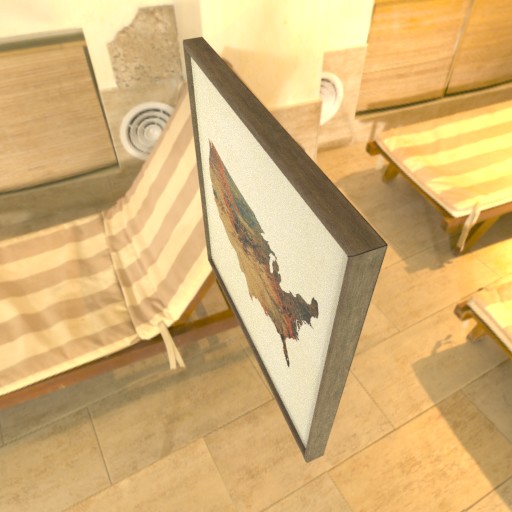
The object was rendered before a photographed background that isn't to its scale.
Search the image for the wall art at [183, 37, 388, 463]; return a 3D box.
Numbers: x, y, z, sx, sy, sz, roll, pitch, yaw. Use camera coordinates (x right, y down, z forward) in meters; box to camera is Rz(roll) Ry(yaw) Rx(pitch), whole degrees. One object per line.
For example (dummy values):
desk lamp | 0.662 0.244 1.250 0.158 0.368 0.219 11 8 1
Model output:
wall art | 0.000 0.000 1.070 0.050 0.751 0.749 -17 49 -16
